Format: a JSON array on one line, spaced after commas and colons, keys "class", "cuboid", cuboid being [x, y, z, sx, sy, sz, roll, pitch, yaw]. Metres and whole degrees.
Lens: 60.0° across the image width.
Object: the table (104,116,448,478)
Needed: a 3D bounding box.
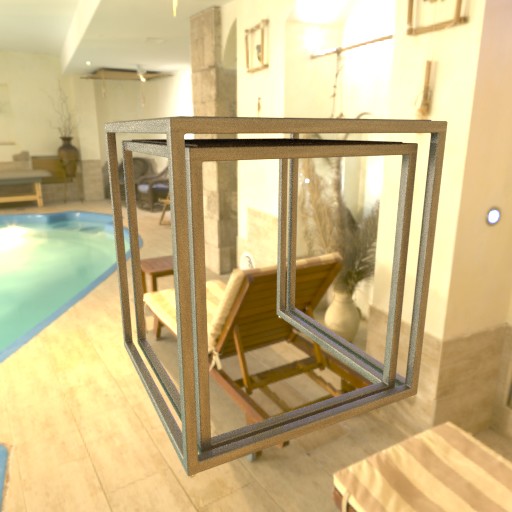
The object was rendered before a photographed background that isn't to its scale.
[{"class": "table", "cuboid": [0.000, 0.000, 0.857, 0.450, 0.500, 0.449, -8, 18, -26]}]
